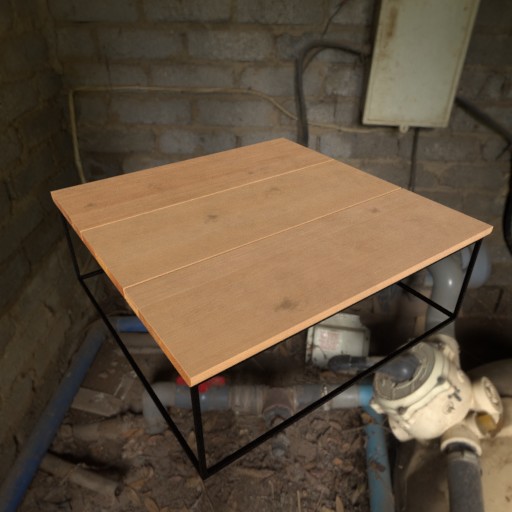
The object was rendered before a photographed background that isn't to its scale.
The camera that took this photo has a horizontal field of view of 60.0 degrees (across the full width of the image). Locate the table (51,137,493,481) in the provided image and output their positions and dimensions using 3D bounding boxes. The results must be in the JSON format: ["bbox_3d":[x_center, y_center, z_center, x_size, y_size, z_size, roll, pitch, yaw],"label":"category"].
[{"bbox_3d":[0.000,0.000,1.651,1.100,0.400,1.100,-21,38,-29],"label":"table"}]
